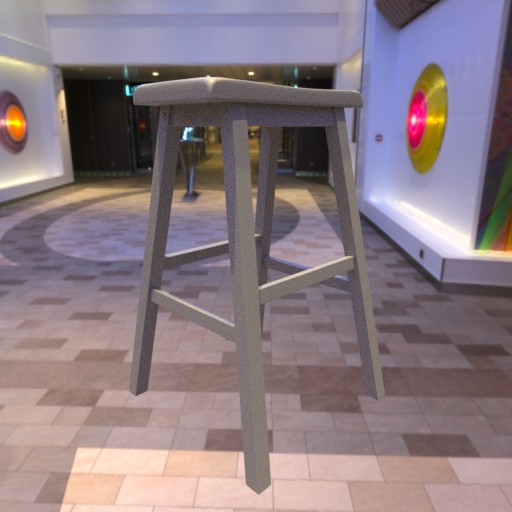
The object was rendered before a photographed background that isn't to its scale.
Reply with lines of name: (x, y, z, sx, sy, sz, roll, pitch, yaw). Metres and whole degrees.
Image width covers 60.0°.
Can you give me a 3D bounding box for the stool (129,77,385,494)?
stool: (0.000, 0.000, 1.039, 0.457, 0.737, 0.476, -16, 22, -42)
